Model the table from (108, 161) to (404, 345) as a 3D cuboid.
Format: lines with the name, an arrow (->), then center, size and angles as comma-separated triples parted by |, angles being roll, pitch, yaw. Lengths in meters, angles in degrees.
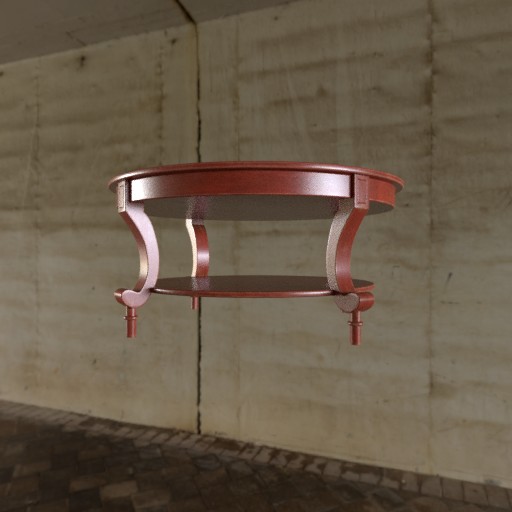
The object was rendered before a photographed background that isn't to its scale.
table -> 0.000, 0.000, 1.617 | 1.029, 0.486, 1.029 | 0, 1, 0
